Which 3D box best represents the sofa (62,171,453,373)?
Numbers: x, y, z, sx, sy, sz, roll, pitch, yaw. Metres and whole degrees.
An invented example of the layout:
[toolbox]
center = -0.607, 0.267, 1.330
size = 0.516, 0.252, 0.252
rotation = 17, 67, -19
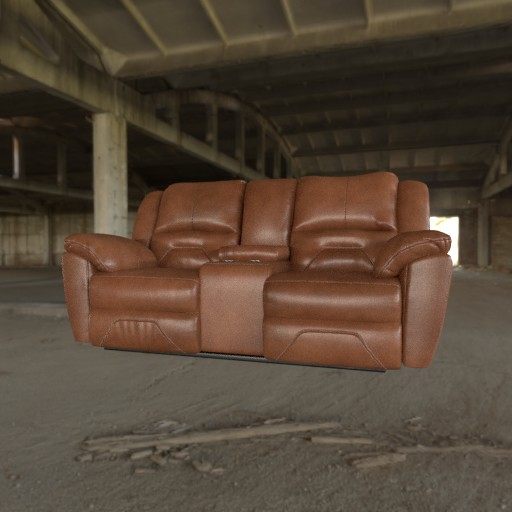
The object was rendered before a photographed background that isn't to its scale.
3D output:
[sofa]
center = 0.000, 0.000, 2.631
size = 2.058, 1.043, 0.991
rotation = 0, 1, 17
